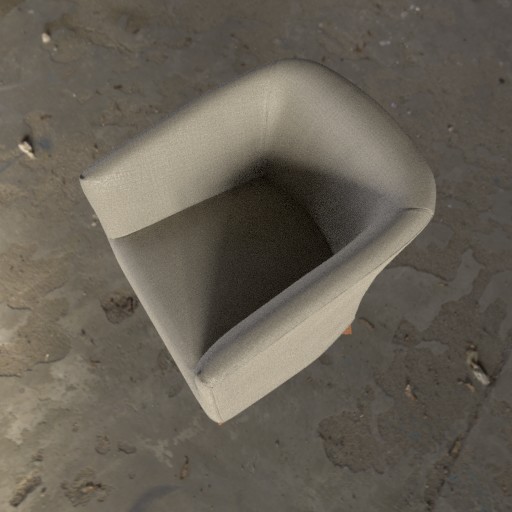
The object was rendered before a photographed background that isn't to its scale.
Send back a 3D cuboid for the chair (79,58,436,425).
[{"bbox_3d":[0.000,0.000,1.241,0.668,0.771,0.600,-30,67,-15],"label":"chair"}]
